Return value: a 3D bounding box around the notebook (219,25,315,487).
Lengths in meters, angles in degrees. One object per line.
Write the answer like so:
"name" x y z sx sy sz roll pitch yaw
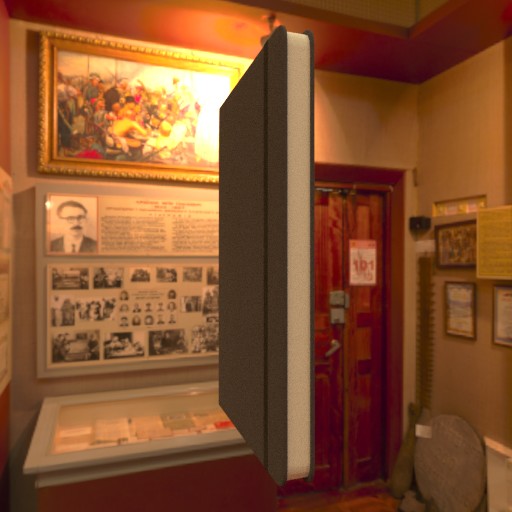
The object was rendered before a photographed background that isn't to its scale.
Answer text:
"notebook" 0.000 0.000 0.260 0.016 0.213 0.127 0 0 -18
